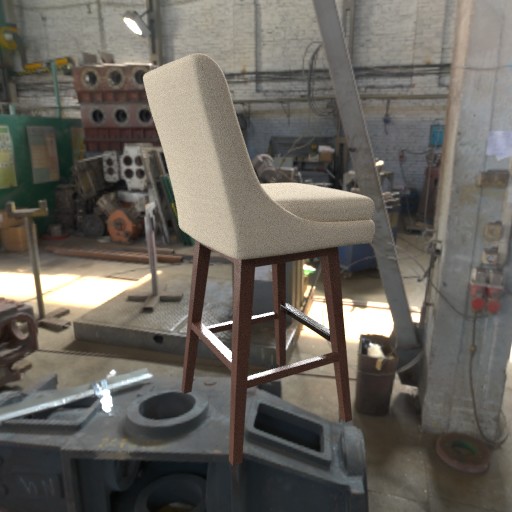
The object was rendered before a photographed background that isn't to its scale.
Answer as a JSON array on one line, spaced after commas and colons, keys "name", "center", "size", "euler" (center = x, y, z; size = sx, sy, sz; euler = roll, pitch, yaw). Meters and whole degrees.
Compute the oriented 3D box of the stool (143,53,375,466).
[{"name": "stool", "center": [0.000, 0.000, 1.397], "size": [0.559, 1.093, 0.483], "euler": [-8, 18, -27]}]
